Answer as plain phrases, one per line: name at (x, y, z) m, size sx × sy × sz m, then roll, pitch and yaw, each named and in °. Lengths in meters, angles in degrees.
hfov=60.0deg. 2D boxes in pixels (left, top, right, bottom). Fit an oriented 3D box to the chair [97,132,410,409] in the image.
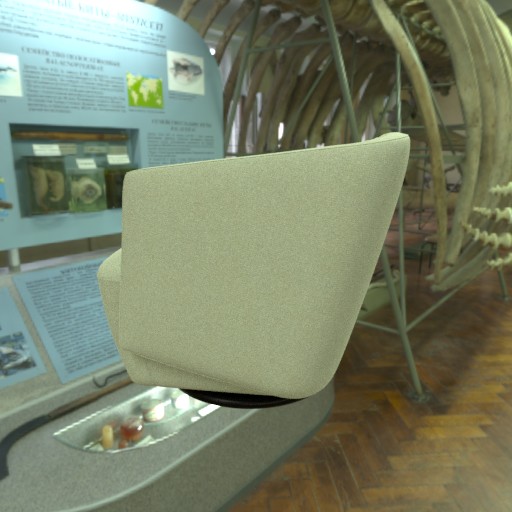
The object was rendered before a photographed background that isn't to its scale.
chair at (0.000, 0.000, 1.614) m, size 0.986 × 0.861 × 0.822 m, roll 2°, pitch 14°, yaw 9°
